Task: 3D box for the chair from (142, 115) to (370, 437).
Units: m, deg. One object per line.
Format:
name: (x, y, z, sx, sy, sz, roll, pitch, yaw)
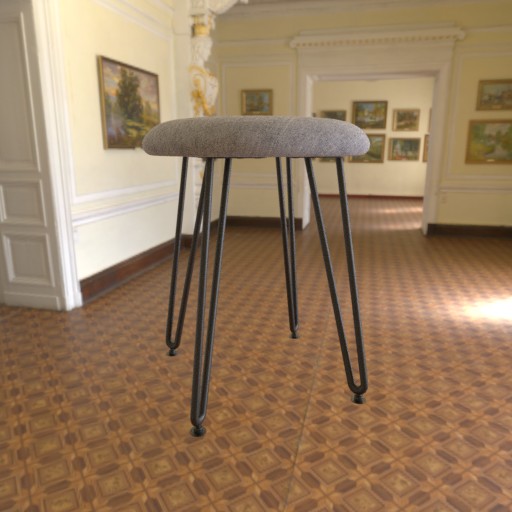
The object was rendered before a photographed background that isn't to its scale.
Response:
chair: (0.000, 0.000, 0.656, 0.350, 0.386, 0.350, 7, 15, 26)
